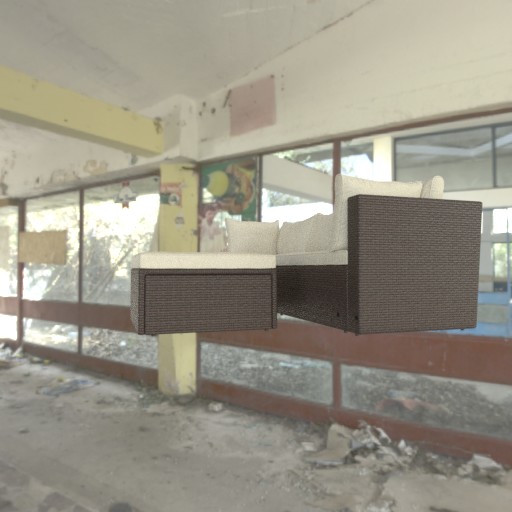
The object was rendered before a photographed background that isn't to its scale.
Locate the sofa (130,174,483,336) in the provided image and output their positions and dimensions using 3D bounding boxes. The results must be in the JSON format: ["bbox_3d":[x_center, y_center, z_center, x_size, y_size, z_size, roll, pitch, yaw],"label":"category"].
[{"bbox_3d":[0.000,0.000,2.941,1.612,0.766,2.192,1,-2,-19],"label":"sofa"}]
